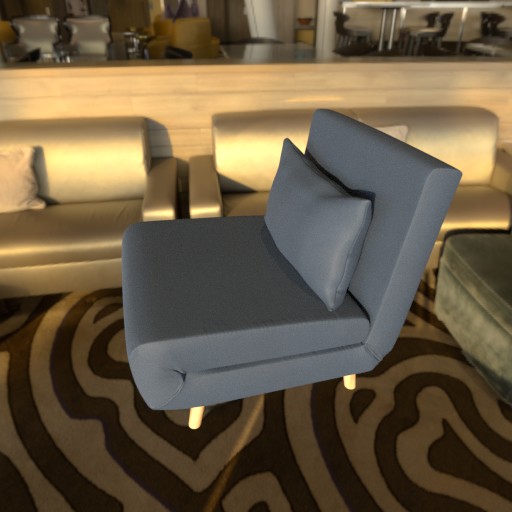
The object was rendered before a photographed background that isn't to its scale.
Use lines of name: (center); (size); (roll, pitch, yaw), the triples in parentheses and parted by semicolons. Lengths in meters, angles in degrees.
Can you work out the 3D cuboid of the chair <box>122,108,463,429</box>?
chair: (0.000, 0.000, 1.512); (0.900, 0.808, 0.770); (-8, 30, -14)
